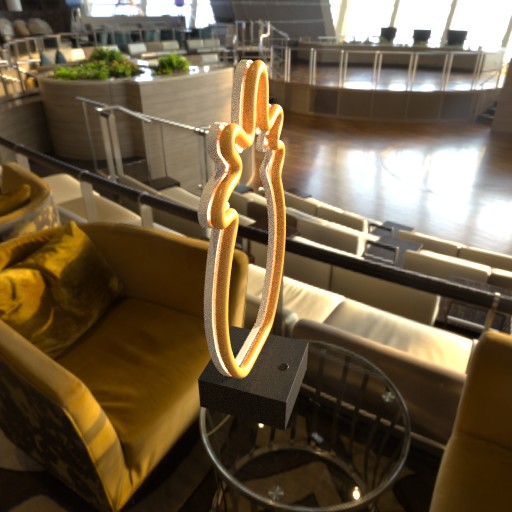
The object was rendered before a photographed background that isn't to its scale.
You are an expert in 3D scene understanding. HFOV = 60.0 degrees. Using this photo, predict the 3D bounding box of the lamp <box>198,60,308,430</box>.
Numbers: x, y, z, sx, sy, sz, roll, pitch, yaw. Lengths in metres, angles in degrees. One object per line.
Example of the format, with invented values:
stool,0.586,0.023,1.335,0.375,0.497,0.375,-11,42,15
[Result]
lamp,0.000,0.000,0.391,0.088,0.317,0.167,10,31,17
